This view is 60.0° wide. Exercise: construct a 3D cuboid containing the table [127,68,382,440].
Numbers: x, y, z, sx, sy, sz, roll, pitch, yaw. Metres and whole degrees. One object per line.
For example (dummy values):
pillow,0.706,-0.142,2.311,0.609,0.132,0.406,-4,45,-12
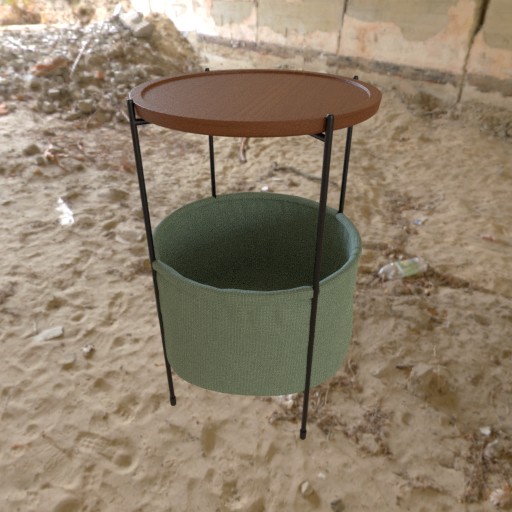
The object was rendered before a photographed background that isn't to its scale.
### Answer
table,0.000,0.000,0.856,0.400,0.623,0.400,9,33,15
